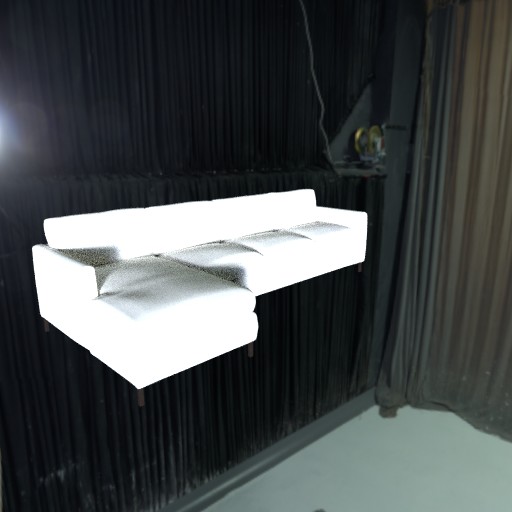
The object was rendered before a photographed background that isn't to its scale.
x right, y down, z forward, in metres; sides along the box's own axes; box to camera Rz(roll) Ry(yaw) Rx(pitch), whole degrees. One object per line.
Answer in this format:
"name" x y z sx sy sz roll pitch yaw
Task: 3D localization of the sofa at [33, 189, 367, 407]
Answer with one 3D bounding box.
"sofa" 0.000 0.000 3.805 3.186 0.875 1.467 -14 20 -43
